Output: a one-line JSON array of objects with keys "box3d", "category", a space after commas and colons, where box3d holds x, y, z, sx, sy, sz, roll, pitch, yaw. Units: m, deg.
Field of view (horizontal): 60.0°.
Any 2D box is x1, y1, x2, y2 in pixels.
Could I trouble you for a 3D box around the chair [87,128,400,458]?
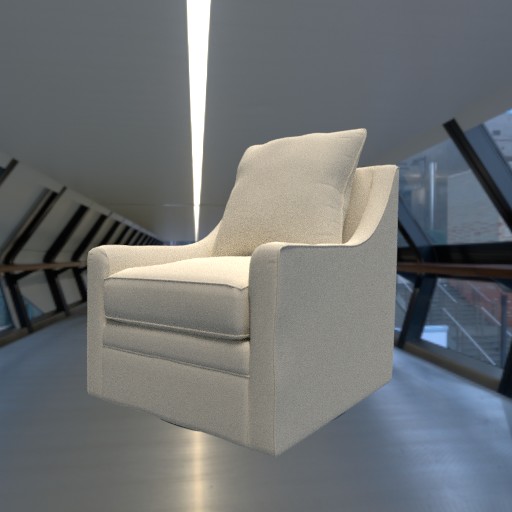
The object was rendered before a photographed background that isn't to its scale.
[{"box3d": [0.000, 0.000, 1.567, 0.756, 0.965, 0.876, 1, 1, 37], "category": "chair"}]
